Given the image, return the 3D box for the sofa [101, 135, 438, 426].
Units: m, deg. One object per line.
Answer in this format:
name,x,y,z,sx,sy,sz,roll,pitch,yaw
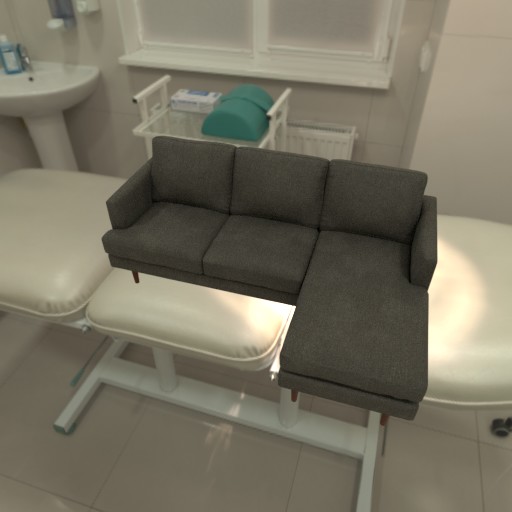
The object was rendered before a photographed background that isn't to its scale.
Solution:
sofa,0.000,0.000,2.971,2.233,0.956,1.504,11,41,13
